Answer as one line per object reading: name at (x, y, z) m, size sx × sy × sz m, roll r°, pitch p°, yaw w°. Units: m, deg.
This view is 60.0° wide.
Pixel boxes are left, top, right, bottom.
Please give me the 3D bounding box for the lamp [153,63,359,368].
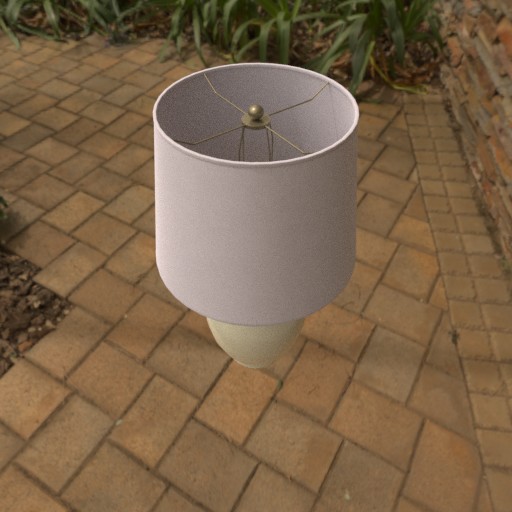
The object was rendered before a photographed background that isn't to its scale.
lamp at (0.000, 0.000, 0.552) m, size 0.239 × 0.399 × 0.239 m, roll 0°, pitch 46°, yaw 0°
